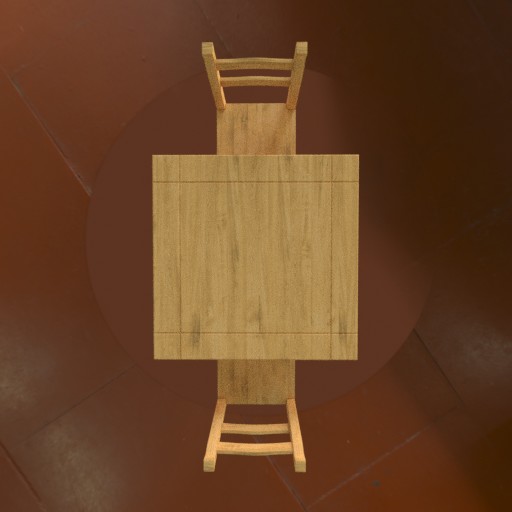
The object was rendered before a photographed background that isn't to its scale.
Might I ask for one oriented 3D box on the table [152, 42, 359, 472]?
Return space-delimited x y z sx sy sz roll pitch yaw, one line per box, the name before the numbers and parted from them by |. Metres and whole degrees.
table | 0.000 0.000 2.018 0.813 0.942 1.501 0 92 1
